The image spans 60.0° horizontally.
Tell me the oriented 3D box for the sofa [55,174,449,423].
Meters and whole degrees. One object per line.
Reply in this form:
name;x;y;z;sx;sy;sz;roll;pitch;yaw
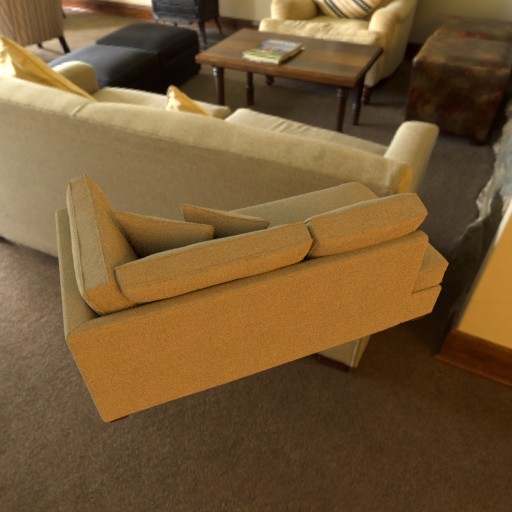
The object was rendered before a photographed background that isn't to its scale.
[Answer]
sofa;0.000;0.000;2.843;2.238;1.019;1.110;-15;44;-16
